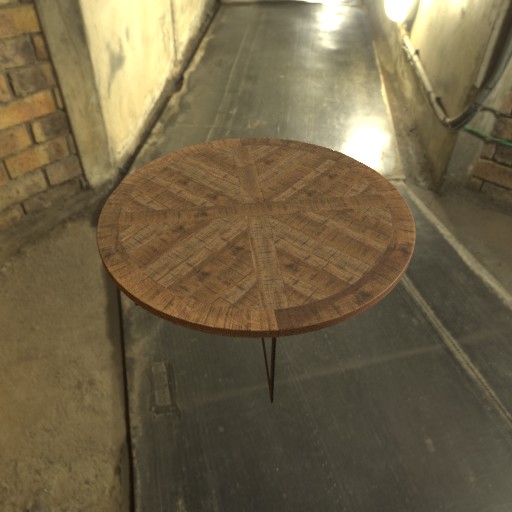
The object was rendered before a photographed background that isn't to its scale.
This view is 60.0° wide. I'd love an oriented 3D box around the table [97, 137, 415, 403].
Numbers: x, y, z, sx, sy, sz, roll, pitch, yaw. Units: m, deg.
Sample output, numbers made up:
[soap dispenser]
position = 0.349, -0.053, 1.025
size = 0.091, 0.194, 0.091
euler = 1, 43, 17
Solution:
[table]
position = 0.000, 0.000, 1.987
size = 1.264, 0.516, 1.264
euler = 0, 42, 0
